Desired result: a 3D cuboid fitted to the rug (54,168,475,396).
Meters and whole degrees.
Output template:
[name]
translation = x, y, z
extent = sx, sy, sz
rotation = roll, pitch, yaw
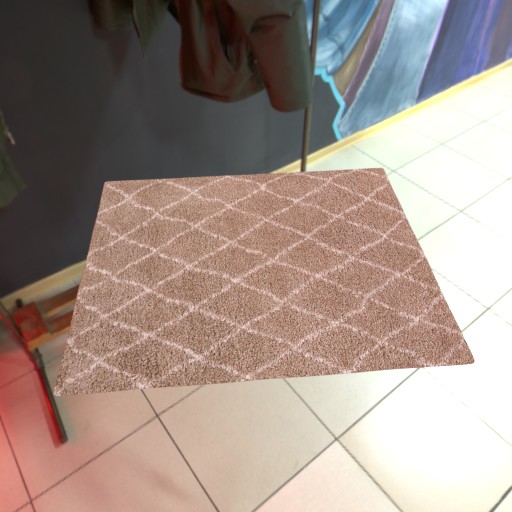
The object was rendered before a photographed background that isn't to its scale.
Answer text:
[rug]
translation = 0.000, 0.000, 4.005
extent = 3.047, 0.029, 2.438
rotation = -4, 47, -3
